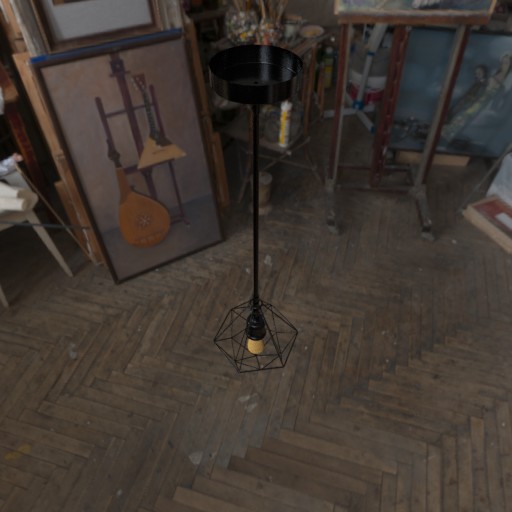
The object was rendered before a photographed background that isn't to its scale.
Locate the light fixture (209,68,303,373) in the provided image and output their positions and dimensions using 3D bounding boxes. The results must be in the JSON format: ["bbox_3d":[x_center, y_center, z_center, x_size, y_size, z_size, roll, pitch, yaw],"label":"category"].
[{"bbox_3d":[0.000,0.000,2.029,0.431,1.764,0.487,17,49,15],"label":"light fixture"}]
